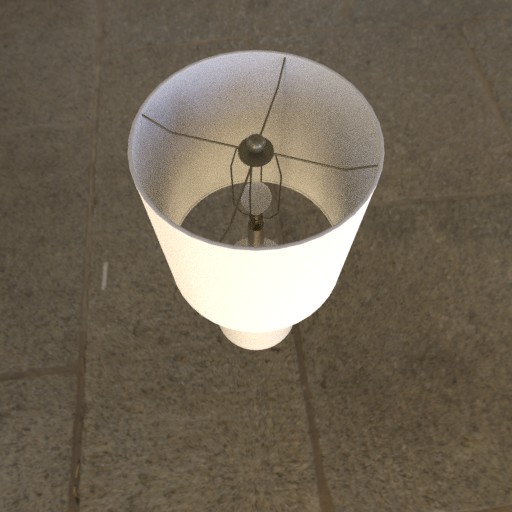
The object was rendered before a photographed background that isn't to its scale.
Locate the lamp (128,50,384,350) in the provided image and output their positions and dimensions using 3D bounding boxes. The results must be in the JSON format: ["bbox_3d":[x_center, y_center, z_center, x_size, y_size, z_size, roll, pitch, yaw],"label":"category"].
[{"bbox_3d":[0.000,0.000,0.502,0.188,0.392,0.188,-33,68,-15],"label":"lamp"}]
